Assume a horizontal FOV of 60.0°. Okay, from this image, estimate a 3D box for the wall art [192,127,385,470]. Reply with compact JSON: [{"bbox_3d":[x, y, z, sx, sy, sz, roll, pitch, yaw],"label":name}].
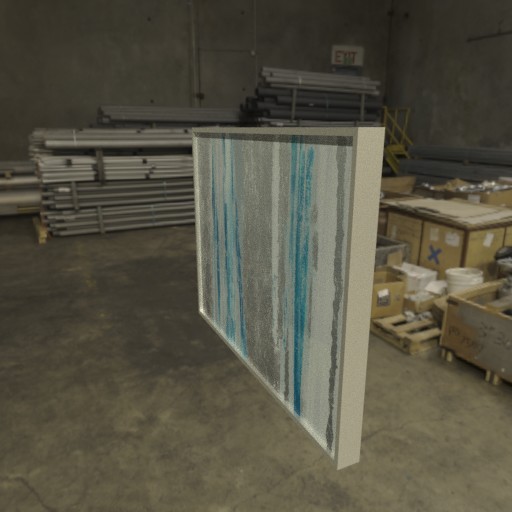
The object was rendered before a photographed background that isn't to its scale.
[{"bbox_3d":[0.000,0.000,1.439,0.066,0.801,1.056,-8,18,-24],"label":"wall art"}]
